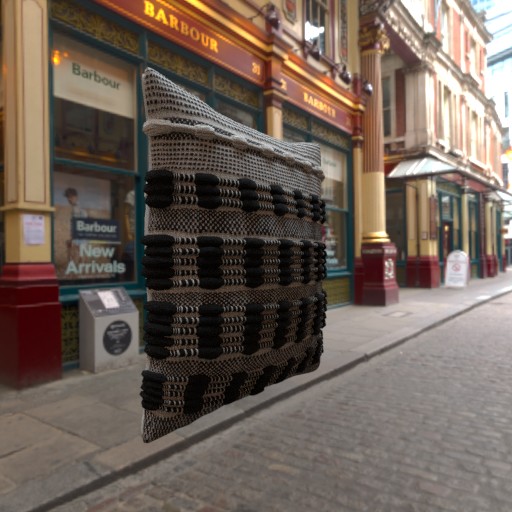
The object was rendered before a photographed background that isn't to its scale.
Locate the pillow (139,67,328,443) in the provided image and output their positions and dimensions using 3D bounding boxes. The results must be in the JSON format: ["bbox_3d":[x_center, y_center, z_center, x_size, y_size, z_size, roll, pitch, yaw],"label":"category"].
[{"bbox_3d":[0.000,0.000,0.685,0.156,0.438,0.436,0,0,35],"label":"pillow"}]
